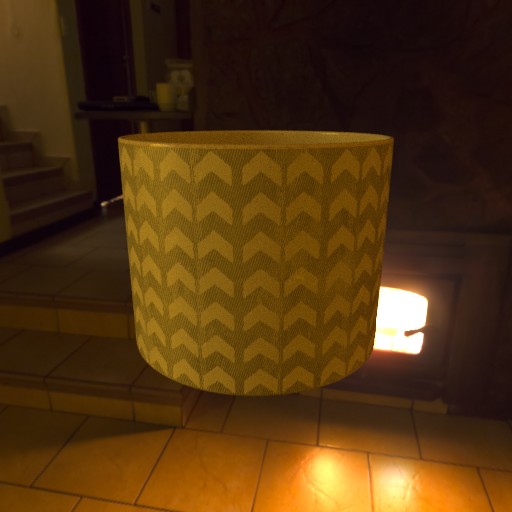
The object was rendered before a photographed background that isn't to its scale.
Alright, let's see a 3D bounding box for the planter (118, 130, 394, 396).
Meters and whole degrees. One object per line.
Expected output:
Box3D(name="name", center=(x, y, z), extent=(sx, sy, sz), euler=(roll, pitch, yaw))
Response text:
Box3D(name="planter", center=(0.000, 0.000, 0.455), extent=(0.250, 0.239, 0.250), euler=(0, 18, 0))
